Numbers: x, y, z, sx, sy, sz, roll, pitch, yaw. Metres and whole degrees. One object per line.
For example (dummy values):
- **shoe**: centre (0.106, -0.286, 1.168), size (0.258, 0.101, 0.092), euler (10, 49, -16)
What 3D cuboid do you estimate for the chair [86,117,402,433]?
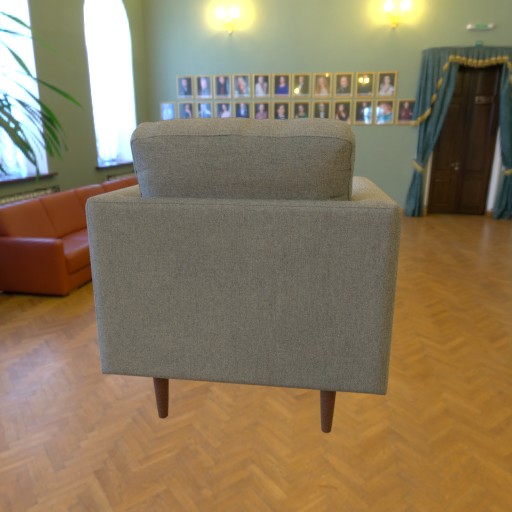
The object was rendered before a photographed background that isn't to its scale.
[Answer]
- **chair**: centre (0.000, 0.000, 1.581), size (0.855, 0.927, 0.800), euler (2, 16, 8)
